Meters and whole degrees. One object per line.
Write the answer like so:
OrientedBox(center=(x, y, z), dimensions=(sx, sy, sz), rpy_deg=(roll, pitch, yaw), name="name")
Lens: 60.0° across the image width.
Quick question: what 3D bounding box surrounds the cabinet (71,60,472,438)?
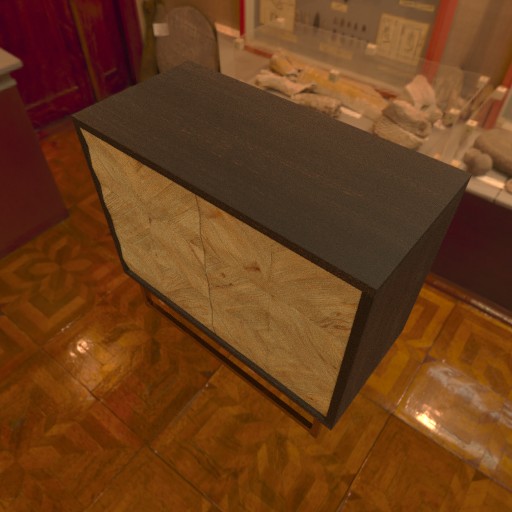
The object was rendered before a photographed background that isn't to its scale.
OrientedBox(center=(0.000, 0.000, 1.447), dimensions=(0.950, 0.860, 0.451), rpy_deg=(32, 55, 26), name="cabinet")
